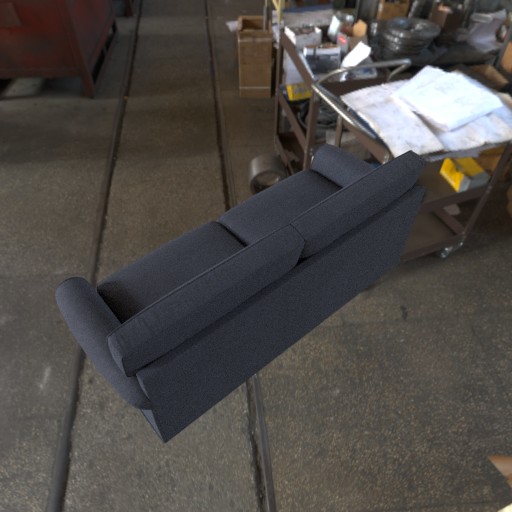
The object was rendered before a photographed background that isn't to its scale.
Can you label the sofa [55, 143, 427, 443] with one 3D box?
[{"bbox_3d":[0.000,0.000,2.948,2.391,1.026,0.954,-32,55,-26],"label":"sofa"}]
